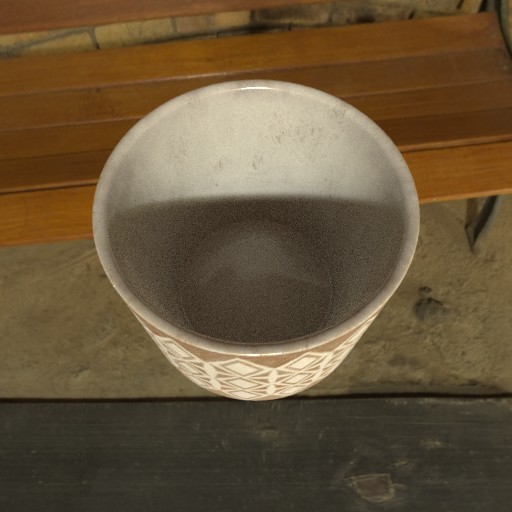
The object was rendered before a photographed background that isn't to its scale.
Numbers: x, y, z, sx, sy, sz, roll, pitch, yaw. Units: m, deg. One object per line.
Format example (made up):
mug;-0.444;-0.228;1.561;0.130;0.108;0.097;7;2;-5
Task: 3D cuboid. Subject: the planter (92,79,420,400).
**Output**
planter;0.000;0.000;0.337;0.193;0.165;0.193;0;64;0
